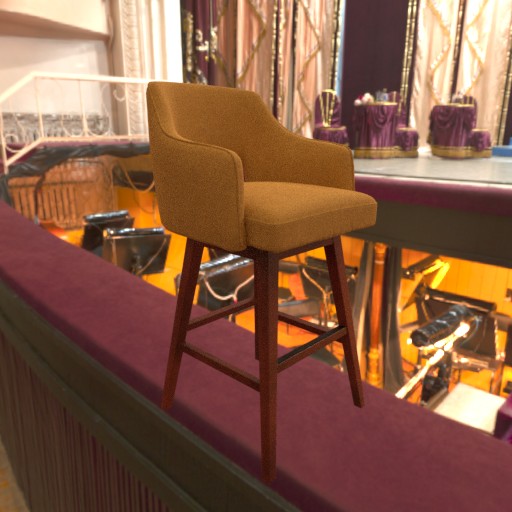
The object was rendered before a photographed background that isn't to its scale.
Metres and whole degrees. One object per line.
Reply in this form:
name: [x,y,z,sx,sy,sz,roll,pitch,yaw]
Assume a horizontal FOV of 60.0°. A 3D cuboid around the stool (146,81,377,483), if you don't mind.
stool: [0.000,0.000,1.343,0.558,1.012,0.548,14,21,42]
